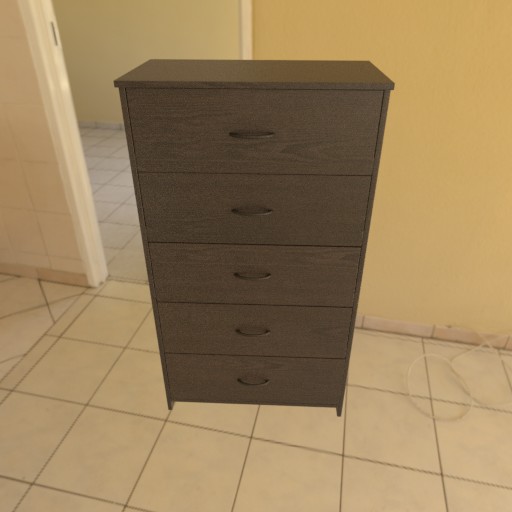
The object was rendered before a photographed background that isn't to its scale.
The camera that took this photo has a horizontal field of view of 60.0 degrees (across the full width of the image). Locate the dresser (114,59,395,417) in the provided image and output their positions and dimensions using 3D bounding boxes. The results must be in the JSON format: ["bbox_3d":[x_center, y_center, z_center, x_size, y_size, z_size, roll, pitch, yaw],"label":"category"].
[{"bbox_3d":[0.000,0.000,1.596,0.704,1.254,0.418,1,32,2],"label":"dresser"}]
